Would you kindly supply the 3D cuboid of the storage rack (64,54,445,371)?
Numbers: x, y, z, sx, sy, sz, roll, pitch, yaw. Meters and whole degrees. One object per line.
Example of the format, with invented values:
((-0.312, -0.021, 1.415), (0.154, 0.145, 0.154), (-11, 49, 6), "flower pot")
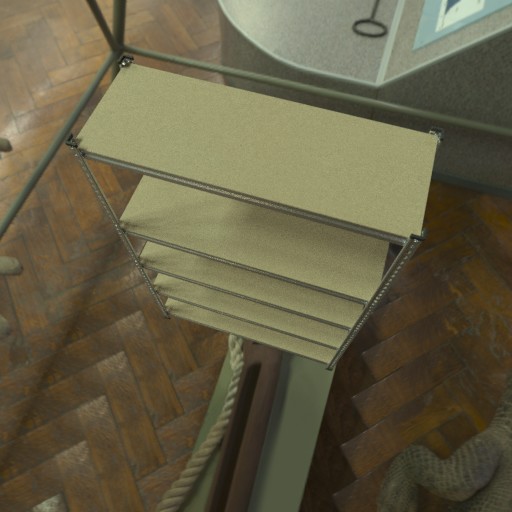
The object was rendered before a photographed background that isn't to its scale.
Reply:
((0.000, 0.000, 2.324), (1.219, 1.829, 0.457), (16, 65, 8), "storage rack")
